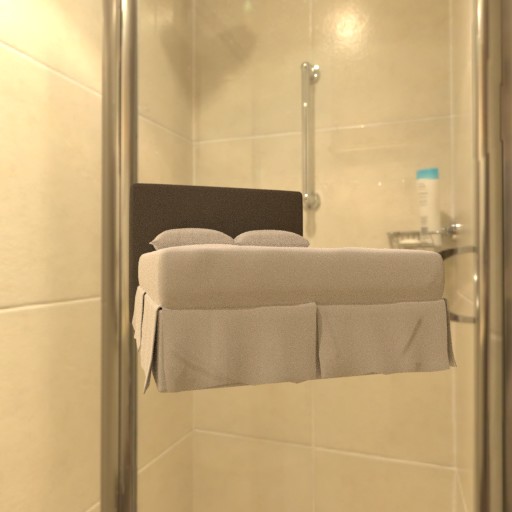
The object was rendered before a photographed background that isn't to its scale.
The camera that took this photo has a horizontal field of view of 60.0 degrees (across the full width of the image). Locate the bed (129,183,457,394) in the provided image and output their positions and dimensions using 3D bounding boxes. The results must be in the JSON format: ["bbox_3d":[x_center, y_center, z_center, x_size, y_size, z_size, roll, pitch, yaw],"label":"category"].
[{"bbox_3d":[0.000,0.000,3.220,1.723,1.330,2.142,0,-1,-18],"label":"bed"}]
